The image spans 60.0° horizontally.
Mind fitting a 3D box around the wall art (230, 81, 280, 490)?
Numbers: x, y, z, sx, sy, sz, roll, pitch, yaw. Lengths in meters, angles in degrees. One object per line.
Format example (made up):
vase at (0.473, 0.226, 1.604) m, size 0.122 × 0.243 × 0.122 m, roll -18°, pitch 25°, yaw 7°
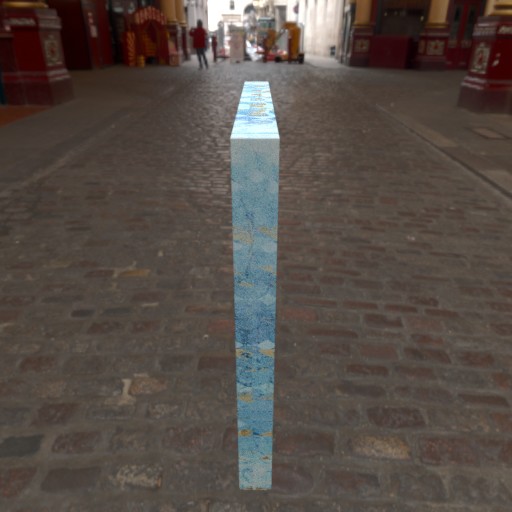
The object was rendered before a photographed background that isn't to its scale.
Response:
wall art at (0.000, 0.000, 0.604) m, size 0.037 × 0.405 × 0.405 m, roll 0°, pitch 27°, yaw 0°
